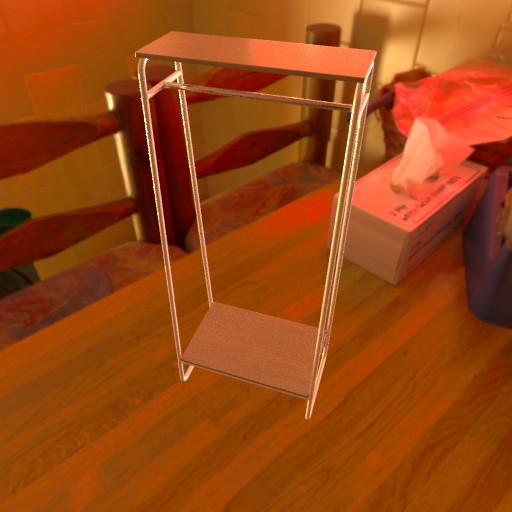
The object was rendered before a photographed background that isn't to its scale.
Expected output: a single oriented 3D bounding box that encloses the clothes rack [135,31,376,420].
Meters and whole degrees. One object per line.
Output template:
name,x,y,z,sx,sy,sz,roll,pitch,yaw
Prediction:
clothes rack,0.000,0.000,1.734,0.640,1.512,0.400,13,42,14
